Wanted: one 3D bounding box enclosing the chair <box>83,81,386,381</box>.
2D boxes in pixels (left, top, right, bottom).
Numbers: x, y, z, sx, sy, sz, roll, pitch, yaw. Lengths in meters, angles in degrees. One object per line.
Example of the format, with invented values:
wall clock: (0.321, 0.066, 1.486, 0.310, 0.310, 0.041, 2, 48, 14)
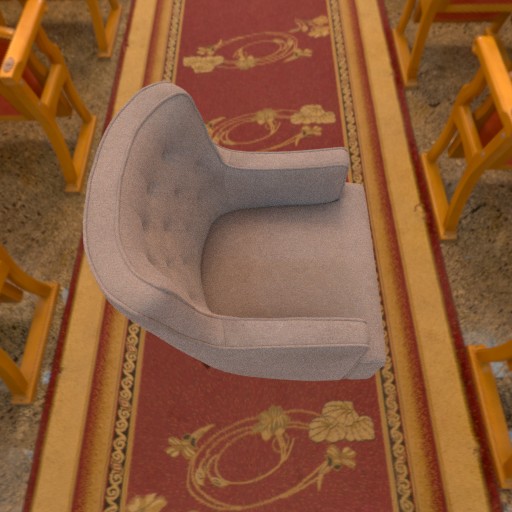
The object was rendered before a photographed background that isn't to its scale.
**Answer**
chair: (0.000, 0.000, 1.587, 0.910, 0.919, 0.781, 0, 63, 0)
